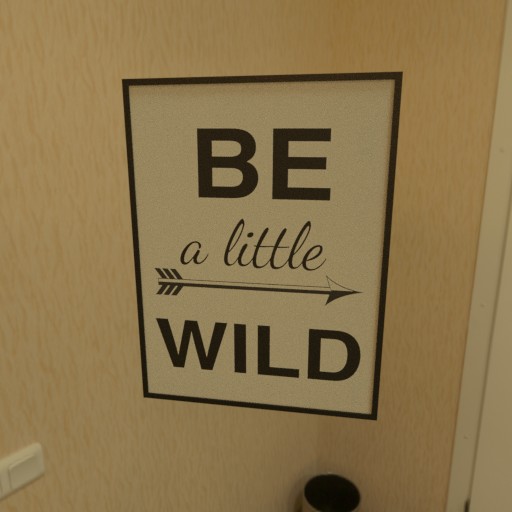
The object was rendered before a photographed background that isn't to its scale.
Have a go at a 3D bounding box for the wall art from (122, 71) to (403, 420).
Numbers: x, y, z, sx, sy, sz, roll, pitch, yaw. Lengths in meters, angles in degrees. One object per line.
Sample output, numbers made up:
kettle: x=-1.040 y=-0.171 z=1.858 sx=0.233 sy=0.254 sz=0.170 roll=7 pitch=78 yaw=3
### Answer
wall art: x=0.000 y=0.000 z=1.400 sx=0.806 sy=1.062 sz=0.038 roll=2 pitch=14 yaw=10
